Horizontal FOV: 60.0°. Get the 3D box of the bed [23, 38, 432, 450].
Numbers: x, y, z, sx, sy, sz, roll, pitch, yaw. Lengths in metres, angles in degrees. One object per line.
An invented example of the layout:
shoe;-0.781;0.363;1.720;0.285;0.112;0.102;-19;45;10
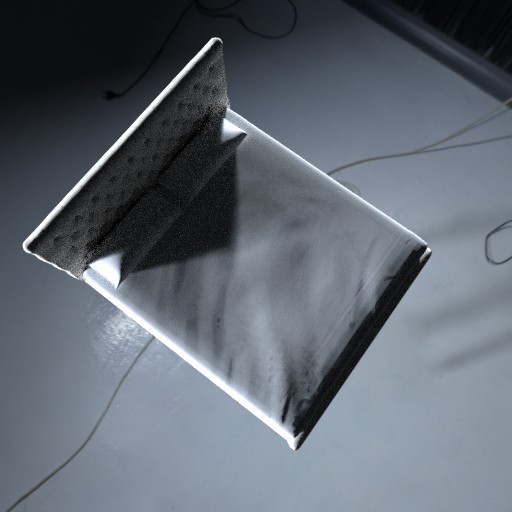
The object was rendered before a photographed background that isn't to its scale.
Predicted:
bed;0.000;0.000;3.623;2.387;1.427;2.078;36;79;9
